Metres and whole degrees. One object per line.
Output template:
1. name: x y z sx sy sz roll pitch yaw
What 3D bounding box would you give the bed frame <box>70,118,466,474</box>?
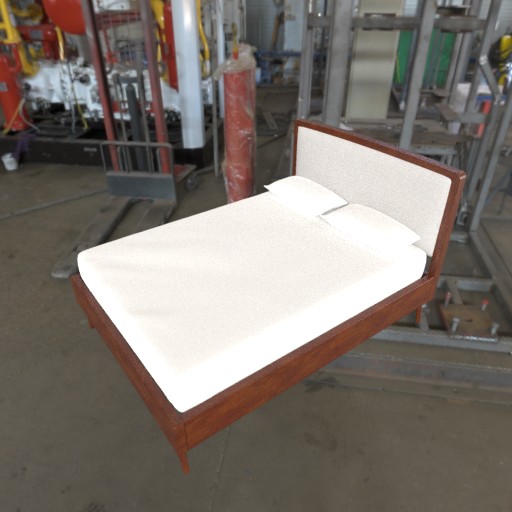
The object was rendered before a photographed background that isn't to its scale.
1. bed frame: 0.000 0.000 3.128 2.171 1.279 1.587 -22 39 -30
